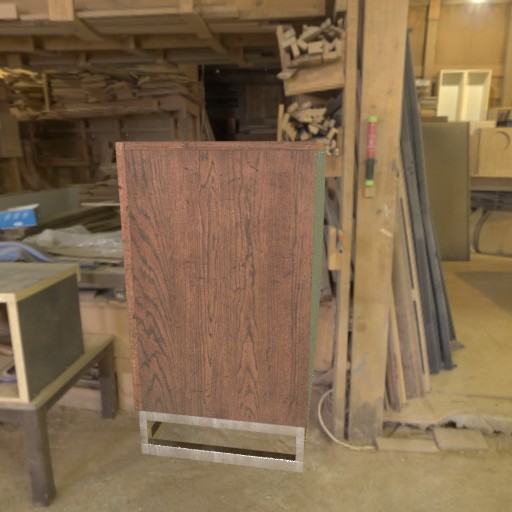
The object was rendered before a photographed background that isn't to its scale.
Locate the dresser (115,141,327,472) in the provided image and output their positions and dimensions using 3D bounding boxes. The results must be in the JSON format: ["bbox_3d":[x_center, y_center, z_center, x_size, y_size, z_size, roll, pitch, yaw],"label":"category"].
[{"bbox_3d":[0.000,0.000,2.172,0.623,1.061,1.646,2,14,9],"label":"dresser"}]
